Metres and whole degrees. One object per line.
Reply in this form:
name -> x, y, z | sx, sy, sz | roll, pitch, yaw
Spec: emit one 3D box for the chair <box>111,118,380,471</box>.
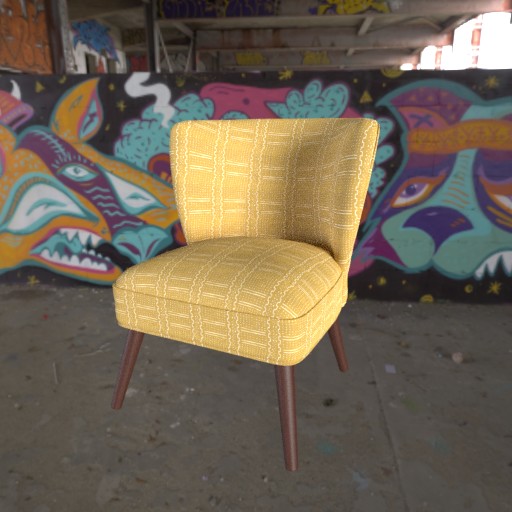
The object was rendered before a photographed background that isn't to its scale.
chair -> 0.000, 0.000, 1.430 | 0.706, 0.866, 0.758 | 8, 17, 25
